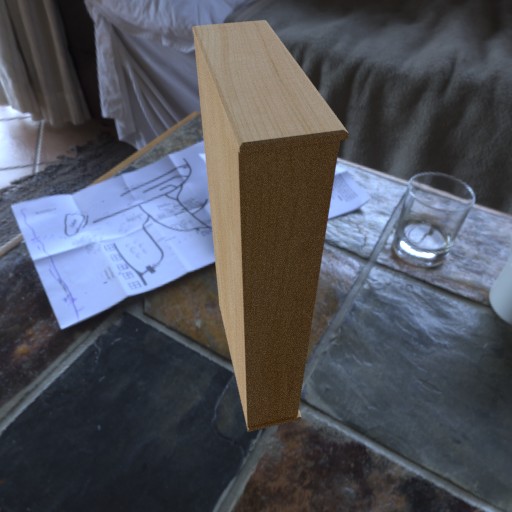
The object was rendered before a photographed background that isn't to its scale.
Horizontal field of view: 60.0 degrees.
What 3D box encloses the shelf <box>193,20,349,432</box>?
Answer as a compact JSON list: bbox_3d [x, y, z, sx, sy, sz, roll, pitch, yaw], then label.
[{"bbox_3d":[0.000,0.000,1.216,0.175,1.030,0.520,-10,47,-9],"label":"shelf"}]
